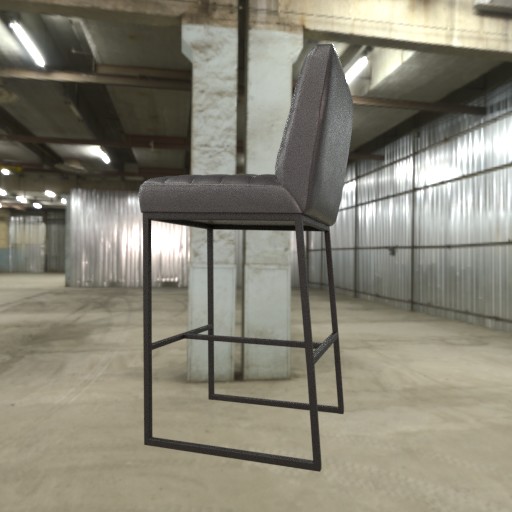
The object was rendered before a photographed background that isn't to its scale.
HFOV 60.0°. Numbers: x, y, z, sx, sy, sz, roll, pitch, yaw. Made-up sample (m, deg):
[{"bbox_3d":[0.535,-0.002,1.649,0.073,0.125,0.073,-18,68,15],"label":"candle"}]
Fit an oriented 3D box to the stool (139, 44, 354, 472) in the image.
[{"bbox_3d":[0.000,0.000,1.349,0.552,1.040,0.457,0,-1,19],"label":"stool"}]
